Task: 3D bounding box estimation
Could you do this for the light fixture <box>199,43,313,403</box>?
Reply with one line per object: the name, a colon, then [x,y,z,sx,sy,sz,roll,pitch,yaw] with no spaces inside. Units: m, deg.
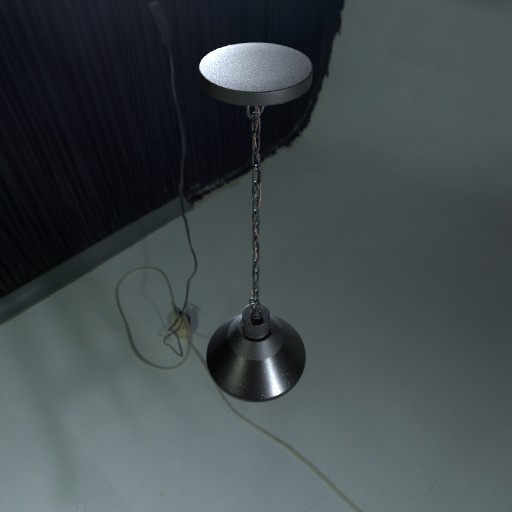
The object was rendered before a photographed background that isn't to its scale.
light fixture: [0.000,0.000,0.682,0.201,0.588,0.201,32,55,26]
